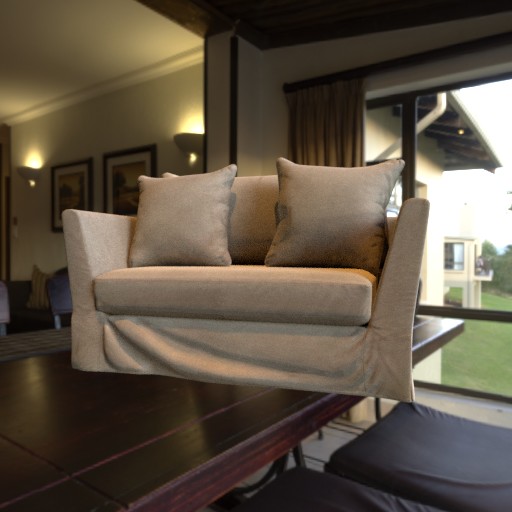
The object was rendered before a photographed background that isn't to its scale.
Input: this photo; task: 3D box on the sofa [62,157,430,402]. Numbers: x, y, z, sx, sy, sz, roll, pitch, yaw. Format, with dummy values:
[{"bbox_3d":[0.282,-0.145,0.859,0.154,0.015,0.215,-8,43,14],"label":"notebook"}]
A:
[{"bbox_3d":[0.000,0.000,2.284,1.608,1.040,1.035,0,1,17],"label":"sofa"}]
